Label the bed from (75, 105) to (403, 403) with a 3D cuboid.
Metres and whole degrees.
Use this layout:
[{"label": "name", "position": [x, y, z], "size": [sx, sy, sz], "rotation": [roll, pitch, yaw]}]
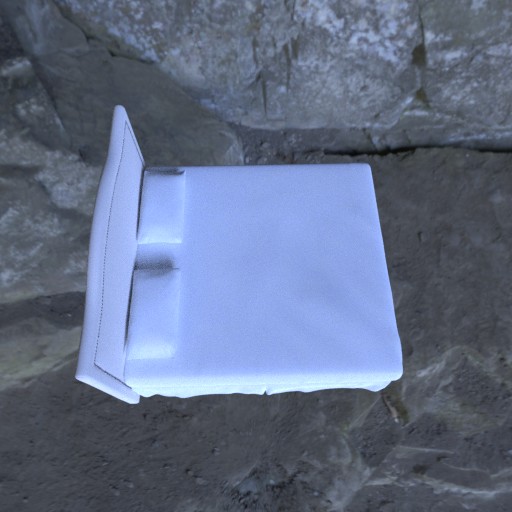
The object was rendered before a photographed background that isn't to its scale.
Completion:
[{"label": "bed", "position": [0.000, 0.000, 3.558], "size": [2.182, 1.421, 2.083], "rotation": [-1, 65, -1]}]
